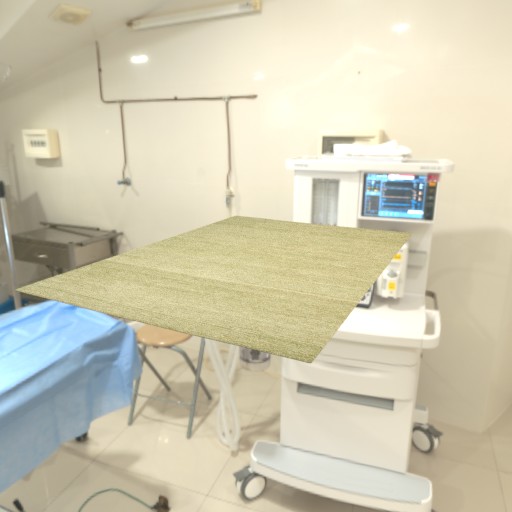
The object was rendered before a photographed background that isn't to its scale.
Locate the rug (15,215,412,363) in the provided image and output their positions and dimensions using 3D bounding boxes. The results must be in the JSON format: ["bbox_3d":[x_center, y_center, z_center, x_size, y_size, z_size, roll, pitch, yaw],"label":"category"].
[{"bbox_3d":[0.000,0.000,2.879,1.606,0.017,2.270,8,18,26],"label":"rug"}]
